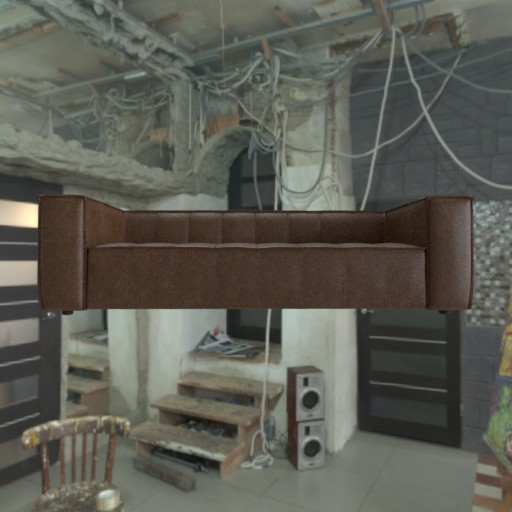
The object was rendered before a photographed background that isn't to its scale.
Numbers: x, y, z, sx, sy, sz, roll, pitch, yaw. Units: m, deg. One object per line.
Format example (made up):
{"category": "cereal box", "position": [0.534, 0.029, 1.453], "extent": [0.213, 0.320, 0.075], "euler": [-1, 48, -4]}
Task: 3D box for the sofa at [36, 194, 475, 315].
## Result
{"category": "sofa", "position": [0.000, 0.000, 3.062], "extent": [2.581, 0.701, 1.102], "euler": [0, -1, -1]}
